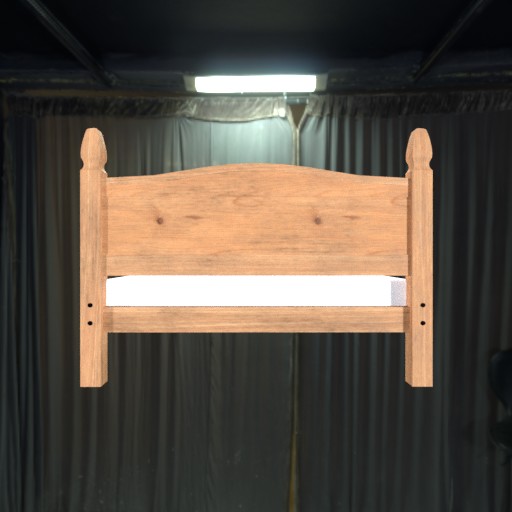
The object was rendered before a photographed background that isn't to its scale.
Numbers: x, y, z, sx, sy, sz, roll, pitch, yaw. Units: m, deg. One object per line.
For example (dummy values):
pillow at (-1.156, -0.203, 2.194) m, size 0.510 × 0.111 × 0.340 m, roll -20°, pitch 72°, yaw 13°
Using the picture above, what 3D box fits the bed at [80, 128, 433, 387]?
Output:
bed at (0.000, 0.000, 2.898) m, size 1.490 × 1.100 × 2.069 m, roll 0°, pitch 0°, yaw 0°
